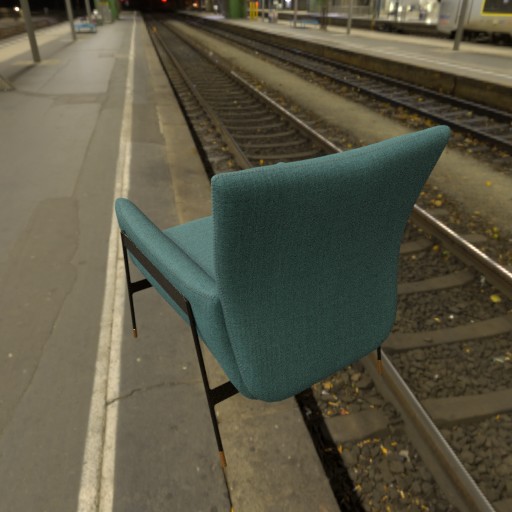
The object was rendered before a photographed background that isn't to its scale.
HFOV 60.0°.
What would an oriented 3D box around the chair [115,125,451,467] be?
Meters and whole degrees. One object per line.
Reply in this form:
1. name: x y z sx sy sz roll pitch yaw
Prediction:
1. chair: 0.000 0.000 1.391 0.678 0.859 0.769 -19 35 -29
